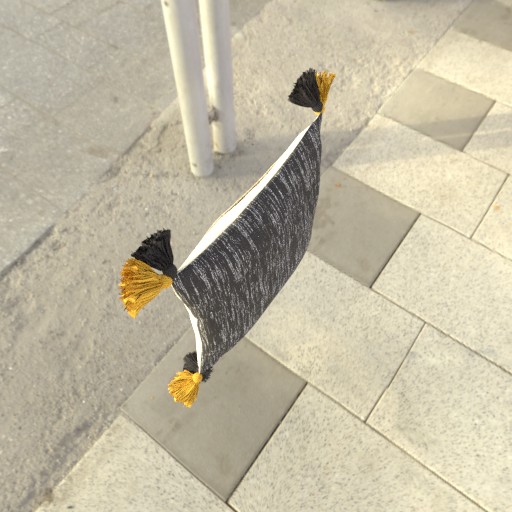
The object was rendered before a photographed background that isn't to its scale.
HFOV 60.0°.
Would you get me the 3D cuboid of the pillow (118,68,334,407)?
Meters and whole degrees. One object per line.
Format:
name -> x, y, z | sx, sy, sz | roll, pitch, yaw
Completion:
pillow -> 0.000, 0.000, 0.999 | 0.139, 0.659, 0.654 | 30, 63, 17
